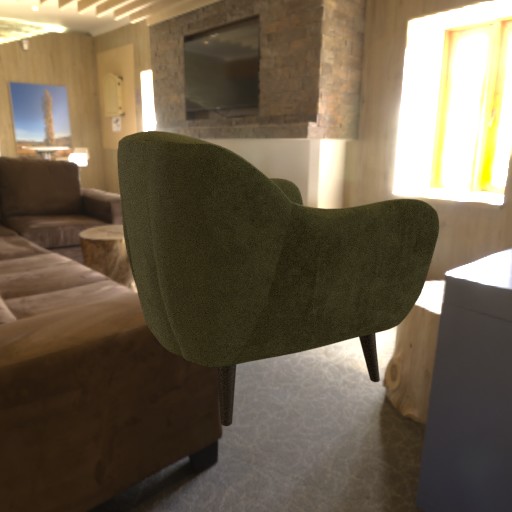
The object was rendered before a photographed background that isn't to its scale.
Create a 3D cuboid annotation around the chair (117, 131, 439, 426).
[{"bbox_3d":[0.000,0.000,1.499,0.819,0.804,0.840,-7,16,-25],"label":"chair"}]
